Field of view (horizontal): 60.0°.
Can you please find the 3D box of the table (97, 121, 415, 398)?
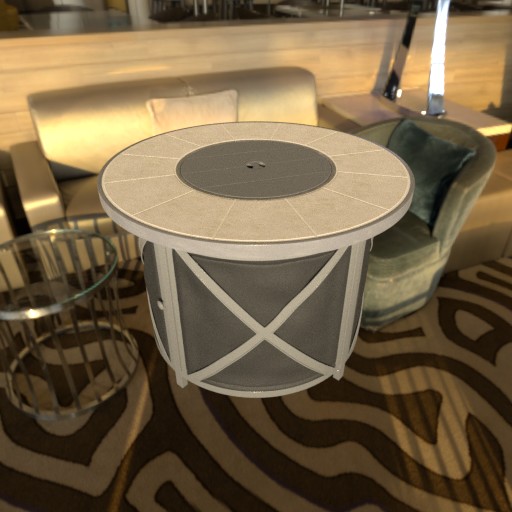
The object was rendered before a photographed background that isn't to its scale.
[{"bbox_3d":[0.000,0.000,1.509,0.914,0.650,0.914,0,33,0],"label":"table"}]
